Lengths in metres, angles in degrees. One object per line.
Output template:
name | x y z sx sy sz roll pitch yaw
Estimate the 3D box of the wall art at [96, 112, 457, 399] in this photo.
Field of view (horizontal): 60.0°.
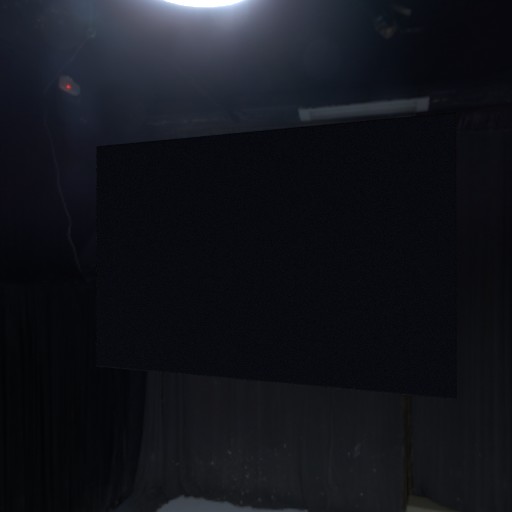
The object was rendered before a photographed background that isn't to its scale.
wall art | 0.000 0.000 0.740 0.610 0.406 0.037 0 0 18
